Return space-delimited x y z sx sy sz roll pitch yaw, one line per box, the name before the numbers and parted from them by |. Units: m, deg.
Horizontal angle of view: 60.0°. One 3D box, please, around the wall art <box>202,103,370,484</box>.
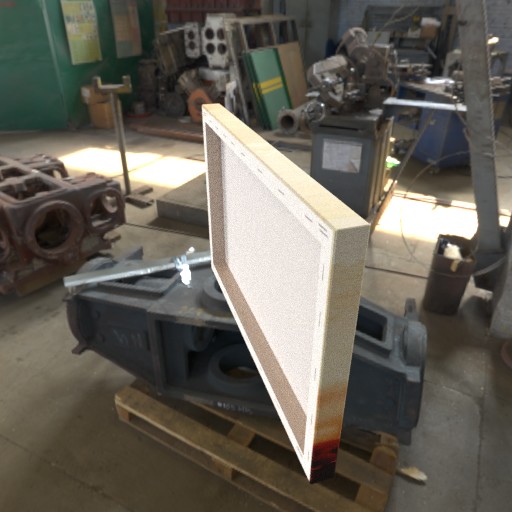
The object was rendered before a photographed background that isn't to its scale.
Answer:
wall art | 0.000 0.000 0.782 0.040 0.402 0.613 -9 31 -16
